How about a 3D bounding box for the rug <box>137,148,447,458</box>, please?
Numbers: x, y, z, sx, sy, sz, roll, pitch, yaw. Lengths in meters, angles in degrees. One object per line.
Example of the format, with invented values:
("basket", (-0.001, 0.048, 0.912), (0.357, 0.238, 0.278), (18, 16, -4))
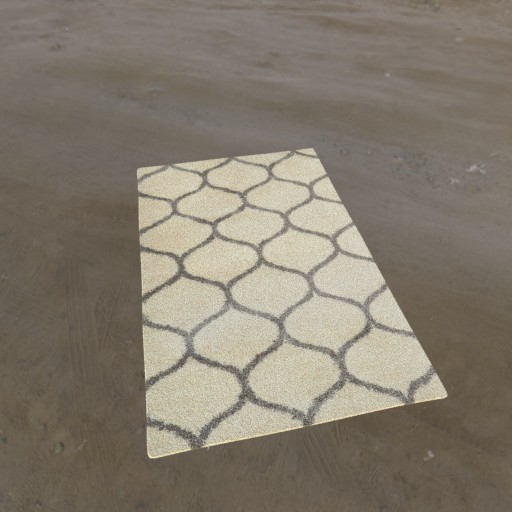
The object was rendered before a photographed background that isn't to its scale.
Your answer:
("rug", (0.000, 0.000, 2.937), (1.501, 0.024, 2.348), (-8, 46, -8))
